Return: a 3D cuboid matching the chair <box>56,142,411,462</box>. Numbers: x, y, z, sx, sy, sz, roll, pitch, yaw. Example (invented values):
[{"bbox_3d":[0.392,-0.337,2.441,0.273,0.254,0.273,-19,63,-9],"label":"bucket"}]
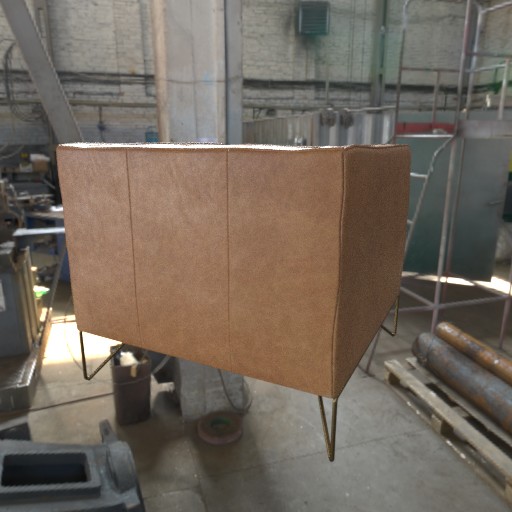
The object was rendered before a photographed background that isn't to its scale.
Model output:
[{"bbox_3d":[0.000,0.000,1.603,0.920,0.797,0.912,8,17,26],"label":"chair"}]
